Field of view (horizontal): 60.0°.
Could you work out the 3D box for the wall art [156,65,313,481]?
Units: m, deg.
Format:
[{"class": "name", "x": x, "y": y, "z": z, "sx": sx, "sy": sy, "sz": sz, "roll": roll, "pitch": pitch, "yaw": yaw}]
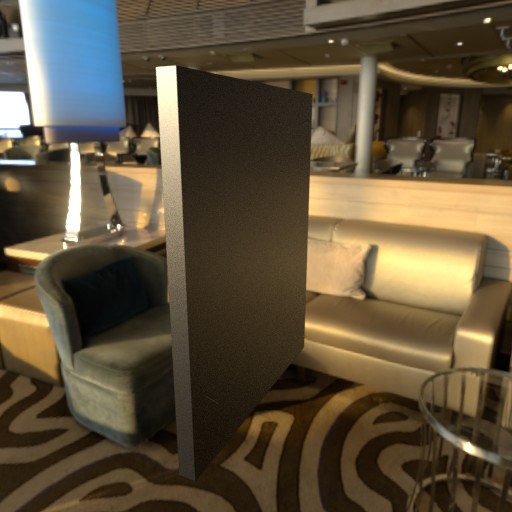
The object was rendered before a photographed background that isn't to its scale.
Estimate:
[{"class": "wall art", "x": 0.000, "y": 0.000, "z": 0.767, "sx": 0.028, "sy": 0.557, "sz": 0.457, "roll": 8, "pitch": 18, "yaw": 25}]
